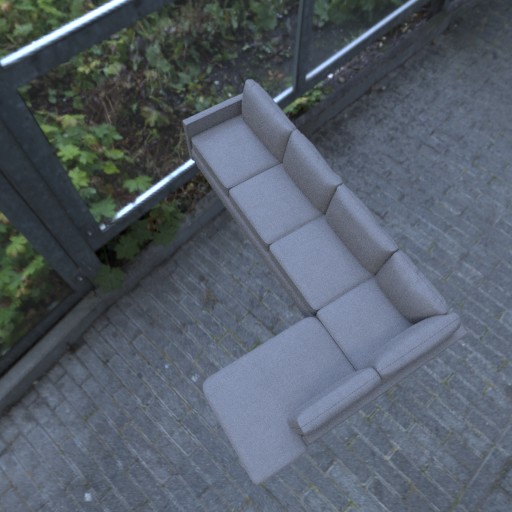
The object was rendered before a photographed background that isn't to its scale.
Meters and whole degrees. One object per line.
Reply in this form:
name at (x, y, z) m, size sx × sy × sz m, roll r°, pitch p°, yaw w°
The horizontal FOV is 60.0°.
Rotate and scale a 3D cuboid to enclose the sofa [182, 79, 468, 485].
sofa at (0.000, 0.000, 4.221) m, size 2.077 × 0.964 × 3.331 m, roll -29°, pitch 67°, yaw -14°
